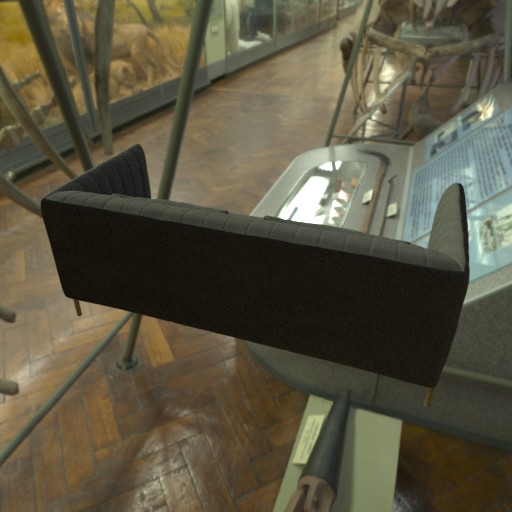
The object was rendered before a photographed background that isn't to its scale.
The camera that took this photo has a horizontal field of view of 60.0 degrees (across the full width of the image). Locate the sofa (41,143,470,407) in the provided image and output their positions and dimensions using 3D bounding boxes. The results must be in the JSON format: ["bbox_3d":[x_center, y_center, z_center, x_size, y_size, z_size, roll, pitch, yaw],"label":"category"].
[{"bbox_3d":[0.000,0.000,2.364,1.980,0.780,0.876,11,34,16],"label":"sofa"}]
